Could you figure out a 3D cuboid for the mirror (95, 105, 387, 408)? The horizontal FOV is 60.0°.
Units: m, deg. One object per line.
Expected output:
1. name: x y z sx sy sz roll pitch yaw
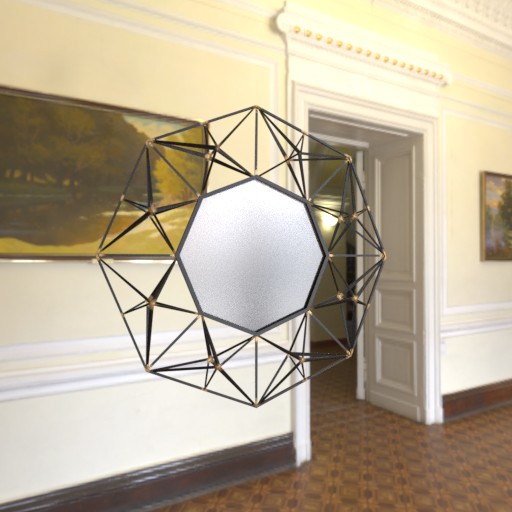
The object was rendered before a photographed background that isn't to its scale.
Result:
1. mirror: 0.000 0.000 1.042 0.710 0.710 0.094 0 -1 -18
